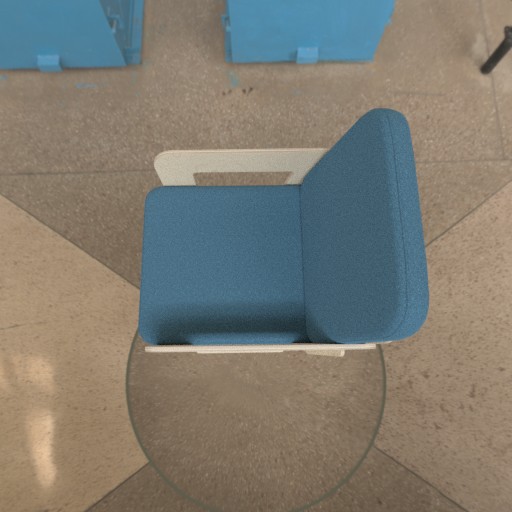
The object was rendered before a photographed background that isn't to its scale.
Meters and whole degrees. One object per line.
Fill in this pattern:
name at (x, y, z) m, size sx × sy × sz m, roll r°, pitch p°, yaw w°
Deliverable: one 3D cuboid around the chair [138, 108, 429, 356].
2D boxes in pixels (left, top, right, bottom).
chair at (0.000, 0.000, 1.222) m, size 0.657 × 0.747 × 0.547 m, roll -1°, pitch 75°, yaw 0°
